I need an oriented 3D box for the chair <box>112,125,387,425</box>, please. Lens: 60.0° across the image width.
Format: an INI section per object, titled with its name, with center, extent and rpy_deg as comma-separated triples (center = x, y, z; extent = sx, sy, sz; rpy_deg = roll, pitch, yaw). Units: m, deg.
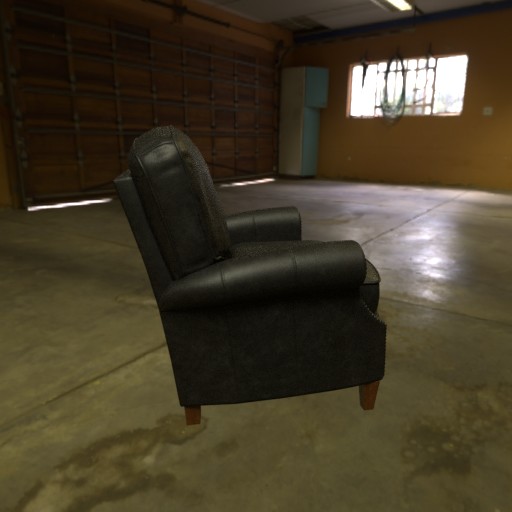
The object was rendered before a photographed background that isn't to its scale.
[chair]
center = 0.000, 0.000, 1.802
extent = 0.986, 1.018, 0.936
rpy_deg = -3, 15, -10
